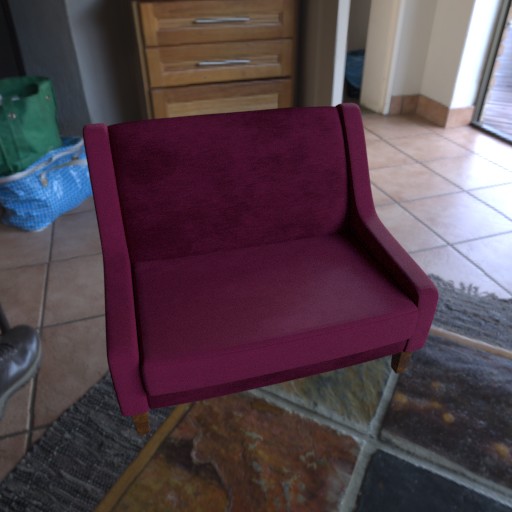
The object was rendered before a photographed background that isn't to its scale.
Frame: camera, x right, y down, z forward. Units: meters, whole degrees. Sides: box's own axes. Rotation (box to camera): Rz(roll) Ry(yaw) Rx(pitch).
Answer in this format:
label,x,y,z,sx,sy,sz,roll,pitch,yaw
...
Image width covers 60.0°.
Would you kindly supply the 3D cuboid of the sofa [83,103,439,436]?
label,x,y,z,sx,sy,sz,roll,pitch,yaw
sofa,0.000,0.000,1.877,1.242,0.976,0.946,-9,35,-13
